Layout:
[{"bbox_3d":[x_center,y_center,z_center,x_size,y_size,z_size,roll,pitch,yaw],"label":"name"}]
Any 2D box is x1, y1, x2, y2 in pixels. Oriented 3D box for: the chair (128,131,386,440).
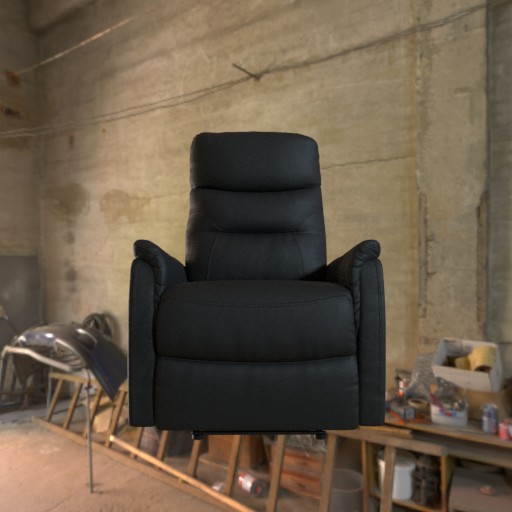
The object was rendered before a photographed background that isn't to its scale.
[{"bbox_3d":[0.000,0.000,1.664,0.775,1.082,0.831,0,0,0],"label":"chair"}]
